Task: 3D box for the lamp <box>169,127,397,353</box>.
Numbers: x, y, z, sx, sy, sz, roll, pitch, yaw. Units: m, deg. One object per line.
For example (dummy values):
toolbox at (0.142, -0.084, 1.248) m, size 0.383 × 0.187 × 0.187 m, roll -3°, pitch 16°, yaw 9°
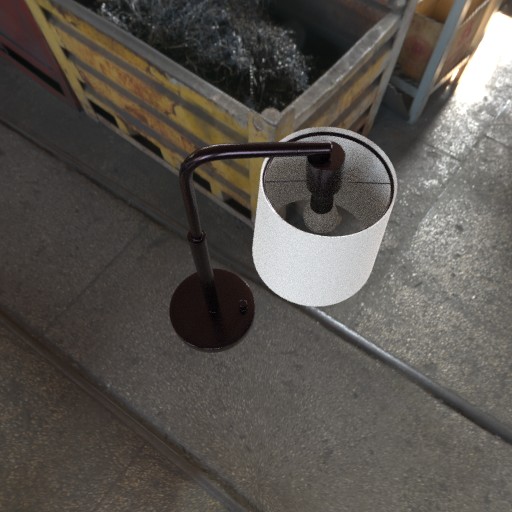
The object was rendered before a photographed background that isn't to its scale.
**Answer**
lamp at (0.000, 0.000, 0.650) m, size 0.333 × 0.489 × 0.171 m, roll 1°, pitch 63°, yaw 1°
